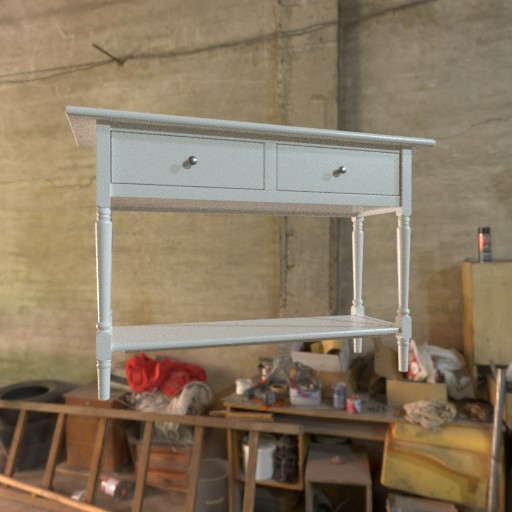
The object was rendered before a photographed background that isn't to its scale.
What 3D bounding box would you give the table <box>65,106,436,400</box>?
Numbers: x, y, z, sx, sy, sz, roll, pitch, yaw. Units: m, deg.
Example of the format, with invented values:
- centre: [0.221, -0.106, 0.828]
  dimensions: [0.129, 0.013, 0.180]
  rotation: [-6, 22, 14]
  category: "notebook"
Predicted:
- centre: [0.000, 0.000, 1.549]
  dimensions: [1.191, 0.814, 0.386]
  rotation: [0, 1, -17]
  category: "table"
